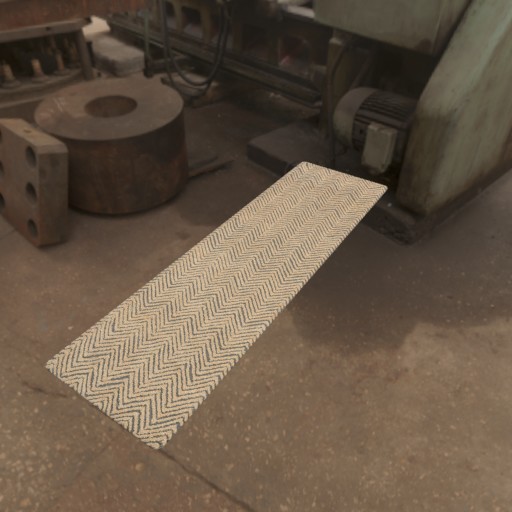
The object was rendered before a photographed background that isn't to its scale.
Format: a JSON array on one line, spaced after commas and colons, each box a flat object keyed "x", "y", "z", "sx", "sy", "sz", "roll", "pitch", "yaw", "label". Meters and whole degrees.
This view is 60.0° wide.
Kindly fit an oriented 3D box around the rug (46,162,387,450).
[{"x": 0.000, "y": 0.000, "z": 2.503, "sx": 0.686, "sy": 0.008, "sz": 2.286, "roll": 23, "pitch": 45, "yaw": 26, "label": "rug"}]
